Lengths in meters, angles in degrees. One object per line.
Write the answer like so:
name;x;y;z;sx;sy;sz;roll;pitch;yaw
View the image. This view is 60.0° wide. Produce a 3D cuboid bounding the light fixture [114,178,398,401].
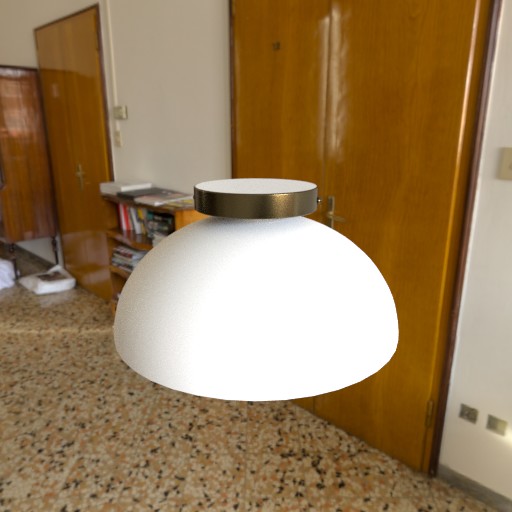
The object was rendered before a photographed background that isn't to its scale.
light fixture;0.000;0.000;0.555;0.355;0.177;0.355;0;16;0
